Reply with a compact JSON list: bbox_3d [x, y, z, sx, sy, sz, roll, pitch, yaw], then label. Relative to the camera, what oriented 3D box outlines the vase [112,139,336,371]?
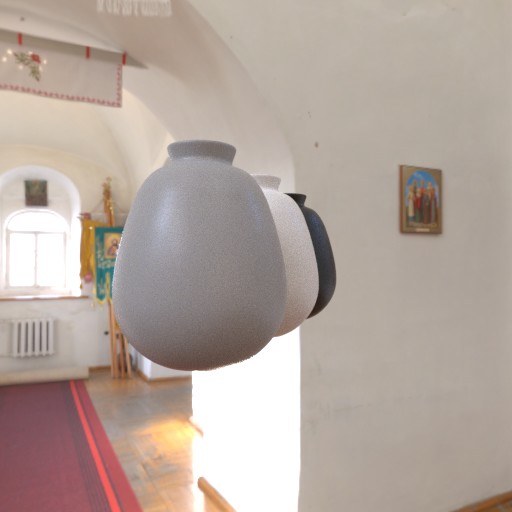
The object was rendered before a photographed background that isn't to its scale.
[{"bbox_3d":[0.000,0.000,0.348,0.097,0.122,0.297,0,0,18],"label":"vase"}]
